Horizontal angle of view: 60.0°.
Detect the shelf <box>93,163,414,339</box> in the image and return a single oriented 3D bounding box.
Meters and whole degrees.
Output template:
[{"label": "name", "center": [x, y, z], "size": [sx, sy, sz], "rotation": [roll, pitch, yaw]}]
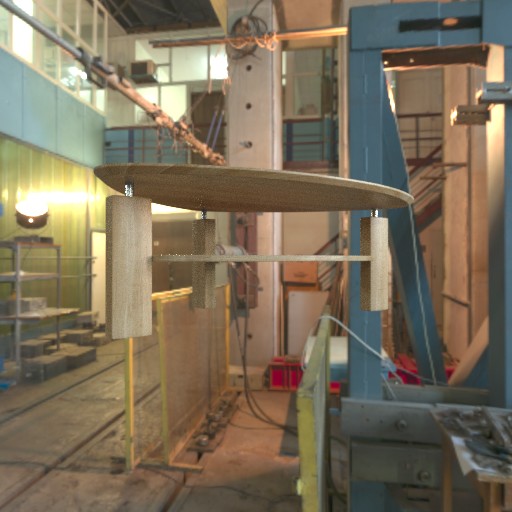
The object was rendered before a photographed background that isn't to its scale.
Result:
[{"label": "shelf", "center": [0.000, 0.000, 1.604], "size": [1.240, 0.439, 0.863], "rotation": [0, 0, -36]}]
